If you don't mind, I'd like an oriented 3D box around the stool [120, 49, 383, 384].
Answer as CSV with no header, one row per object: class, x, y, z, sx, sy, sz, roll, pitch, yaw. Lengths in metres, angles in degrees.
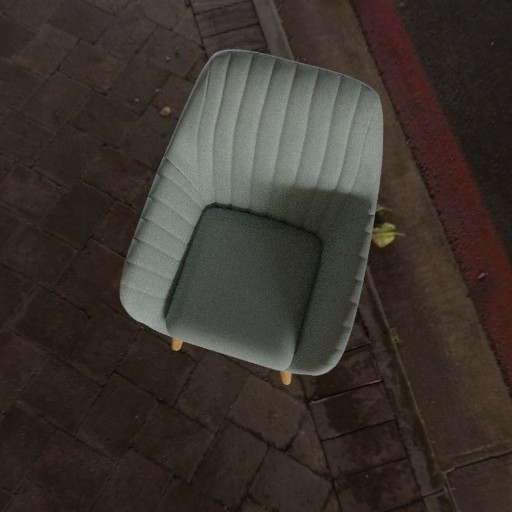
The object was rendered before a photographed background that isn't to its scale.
stool,0.000,0.000,1.182,0.503,0.830,0.590,16,76,4
